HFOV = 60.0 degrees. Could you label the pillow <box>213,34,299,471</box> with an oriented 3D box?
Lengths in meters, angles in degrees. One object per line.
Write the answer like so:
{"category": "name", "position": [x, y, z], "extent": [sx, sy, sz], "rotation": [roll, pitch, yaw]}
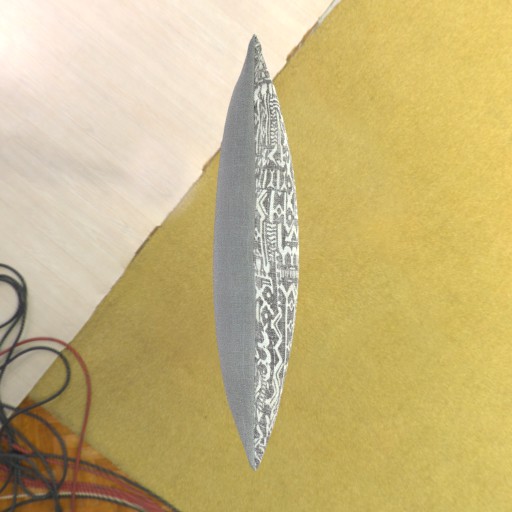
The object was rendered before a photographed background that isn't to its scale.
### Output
{"category": "pillow", "position": [0.000, 0.000, 0.757], "extent": [0.148, 0.290, 0.631], "rotation": [0, 90, 0]}
